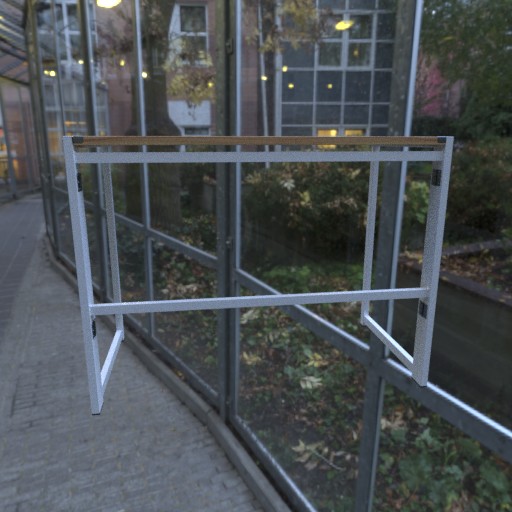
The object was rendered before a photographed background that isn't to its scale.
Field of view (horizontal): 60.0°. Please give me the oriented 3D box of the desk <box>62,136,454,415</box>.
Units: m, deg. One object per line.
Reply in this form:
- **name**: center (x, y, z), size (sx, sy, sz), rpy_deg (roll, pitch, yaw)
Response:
- **desk**: center (0.000, 0.000, 1.470), size (1.016, 0.762, 0.508), rpy_deg (-2, 15, -8)
